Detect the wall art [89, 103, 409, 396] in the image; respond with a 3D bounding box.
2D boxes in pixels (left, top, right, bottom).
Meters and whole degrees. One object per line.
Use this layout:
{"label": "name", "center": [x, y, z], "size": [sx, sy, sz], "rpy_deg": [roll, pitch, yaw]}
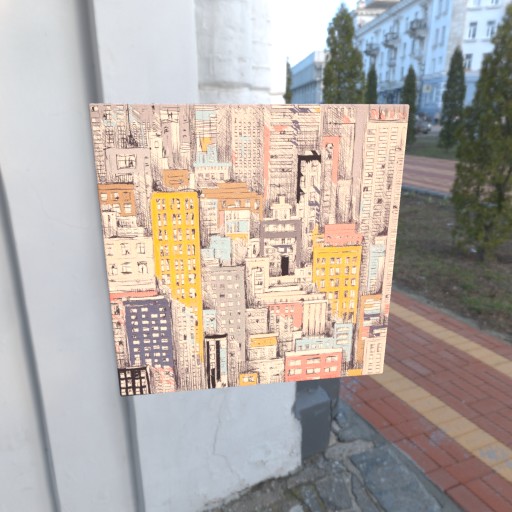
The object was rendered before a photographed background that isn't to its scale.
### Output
{"label": "wall art", "center": [0.000, 0.000, 1.175], "size": [0.761, 0.762, 0.048], "rpy_deg": [-3, 18, -8]}
